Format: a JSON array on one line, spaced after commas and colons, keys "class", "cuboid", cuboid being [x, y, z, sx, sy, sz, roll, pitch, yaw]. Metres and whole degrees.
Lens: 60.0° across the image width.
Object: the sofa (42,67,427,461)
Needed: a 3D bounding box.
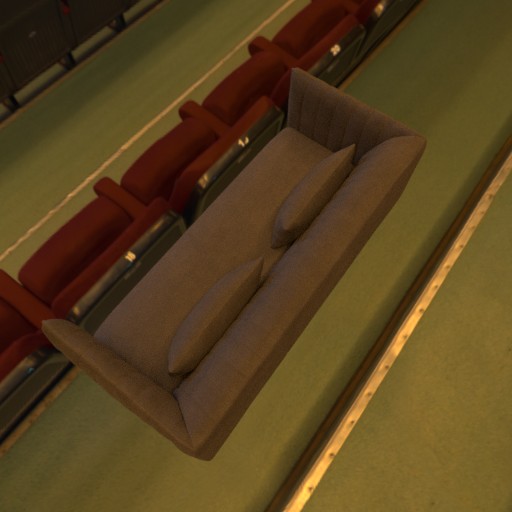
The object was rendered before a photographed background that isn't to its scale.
[{"class": "sofa", "cuboid": [0.000, 0.000, 2.425, 0.876, 0.780, 1.980, 34, 69, 15]}]
